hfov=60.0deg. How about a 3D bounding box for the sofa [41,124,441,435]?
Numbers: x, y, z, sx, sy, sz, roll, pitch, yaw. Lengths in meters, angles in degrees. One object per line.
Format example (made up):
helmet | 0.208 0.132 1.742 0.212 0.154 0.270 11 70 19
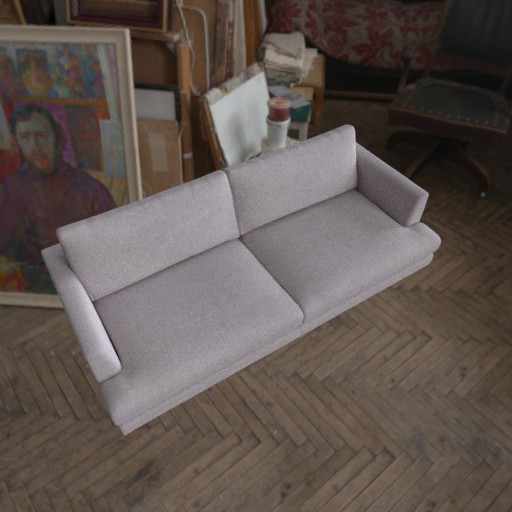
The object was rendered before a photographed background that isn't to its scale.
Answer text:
sofa | 0.000 0.000 2.759 2.250 0.868 1.020 -25 51 -21
